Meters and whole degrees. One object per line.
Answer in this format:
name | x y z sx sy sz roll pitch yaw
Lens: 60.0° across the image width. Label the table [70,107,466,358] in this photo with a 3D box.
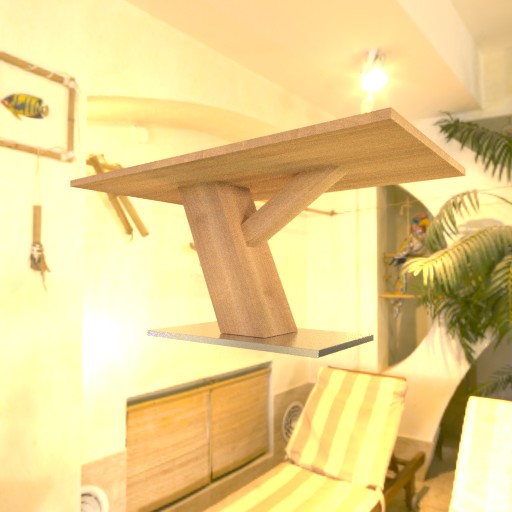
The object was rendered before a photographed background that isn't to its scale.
table | 0.000 0.000 2.033 1.600 0.750 0.900 -2 -3 37
